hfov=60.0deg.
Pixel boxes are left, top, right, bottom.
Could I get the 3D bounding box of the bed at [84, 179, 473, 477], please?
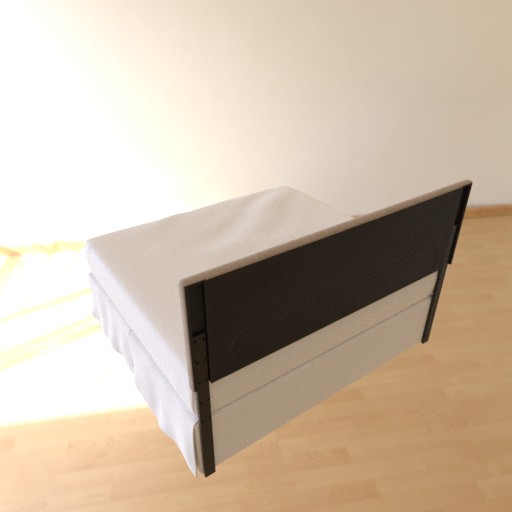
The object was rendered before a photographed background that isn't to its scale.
[{"bbox_3d":[0.000,0.000,3.351,2.170,1.346,1.914,-20,36,-30],"label":"bed"}]
